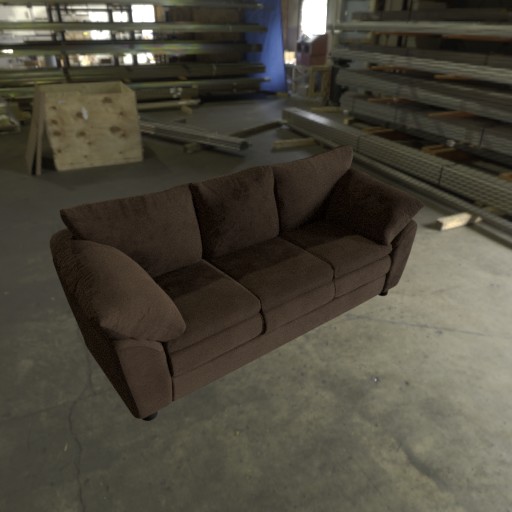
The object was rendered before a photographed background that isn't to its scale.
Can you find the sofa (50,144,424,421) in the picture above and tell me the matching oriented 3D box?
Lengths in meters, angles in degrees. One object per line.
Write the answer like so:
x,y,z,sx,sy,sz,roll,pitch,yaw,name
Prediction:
0.000,0.000,2.847,2.336,1.015,0.878,-20,34,-33,sofa
